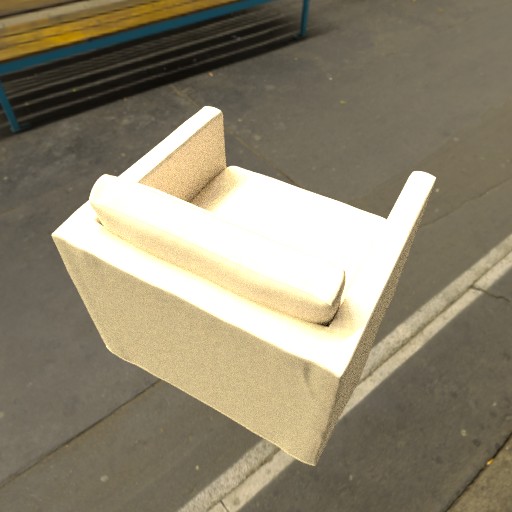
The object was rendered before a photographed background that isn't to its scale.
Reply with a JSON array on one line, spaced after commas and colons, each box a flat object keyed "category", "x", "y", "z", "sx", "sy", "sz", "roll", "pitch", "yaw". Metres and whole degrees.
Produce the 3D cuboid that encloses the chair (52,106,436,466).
[{"category": "chair", "x": 0.000, "y": 0.000, "z": 1.737, "sx": 1.057, "sy": 0.851, "sz": 0.947, "roll": 23, "pitch": 52, "yaw": 19}]
